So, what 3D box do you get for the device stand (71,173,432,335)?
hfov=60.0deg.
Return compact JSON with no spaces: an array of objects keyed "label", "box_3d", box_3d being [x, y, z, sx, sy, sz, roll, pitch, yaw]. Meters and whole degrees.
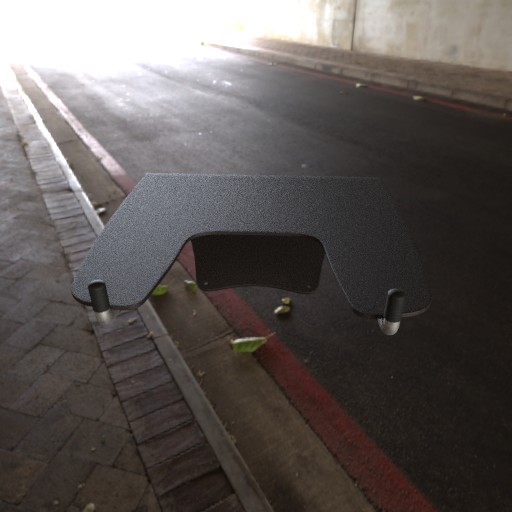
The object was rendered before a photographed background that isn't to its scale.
[{"label":"device stand","box_3d":[0.000,0.000,0.347,0.230,0.092,0.230,2,30,3]}]
